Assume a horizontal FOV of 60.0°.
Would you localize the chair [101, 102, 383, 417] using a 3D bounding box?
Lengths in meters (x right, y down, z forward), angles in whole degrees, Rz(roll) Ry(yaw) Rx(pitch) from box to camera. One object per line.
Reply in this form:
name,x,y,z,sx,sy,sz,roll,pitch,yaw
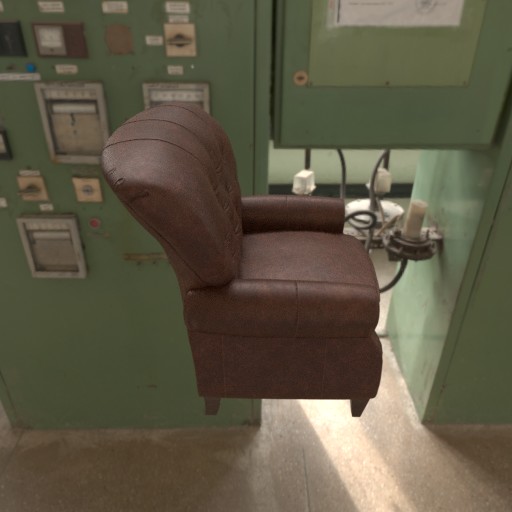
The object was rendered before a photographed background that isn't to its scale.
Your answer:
chair,0.000,0.000,1.914,1.031,1.162,0.979,0,32,1
